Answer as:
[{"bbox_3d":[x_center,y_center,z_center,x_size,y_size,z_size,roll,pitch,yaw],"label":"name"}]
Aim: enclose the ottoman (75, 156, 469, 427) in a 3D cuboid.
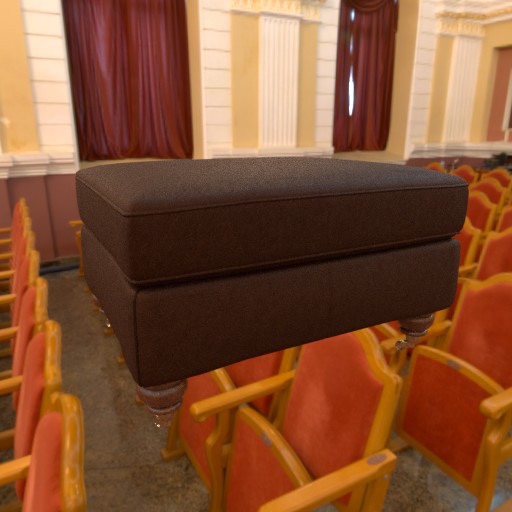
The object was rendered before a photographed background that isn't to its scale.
[{"bbox_3d":[0.000,0.000,1.738,1.187,0.730,0.967,-8,18,-27],"label":"ottoman"}]
